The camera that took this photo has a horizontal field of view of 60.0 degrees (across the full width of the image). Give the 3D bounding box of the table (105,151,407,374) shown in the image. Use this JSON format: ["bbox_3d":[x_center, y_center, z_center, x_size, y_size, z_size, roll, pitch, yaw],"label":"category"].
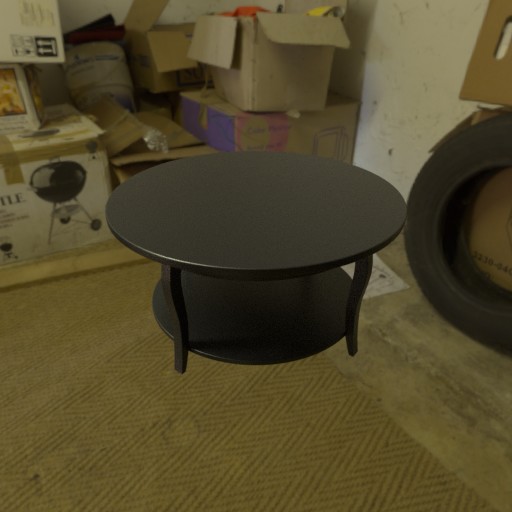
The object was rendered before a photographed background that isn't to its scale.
[{"bbox_3d":[0.000,0.000,1.512,0.914,0.457,0.914,0,30,0],"label":"table"}]
